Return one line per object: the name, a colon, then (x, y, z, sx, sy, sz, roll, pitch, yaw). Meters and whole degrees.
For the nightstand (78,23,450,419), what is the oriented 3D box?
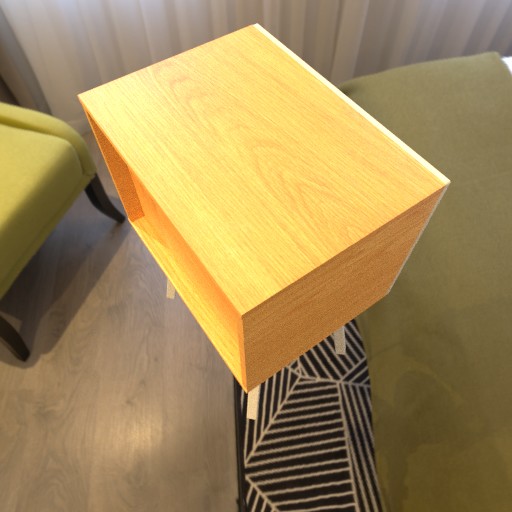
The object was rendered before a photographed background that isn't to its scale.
nightstand: (0.000, 0.000, 0.824, 0.316, 0.601, 0.400, -31, 63, -18)
